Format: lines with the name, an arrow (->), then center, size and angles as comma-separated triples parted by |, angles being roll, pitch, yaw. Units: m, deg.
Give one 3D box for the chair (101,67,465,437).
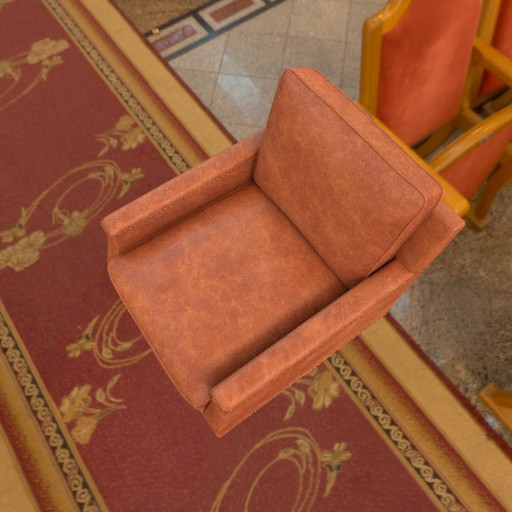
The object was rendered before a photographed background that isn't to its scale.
chair -> 0.000, 0.000, 1.687 | 1.014, 0.943, 0.853 | -33, 68, -15
